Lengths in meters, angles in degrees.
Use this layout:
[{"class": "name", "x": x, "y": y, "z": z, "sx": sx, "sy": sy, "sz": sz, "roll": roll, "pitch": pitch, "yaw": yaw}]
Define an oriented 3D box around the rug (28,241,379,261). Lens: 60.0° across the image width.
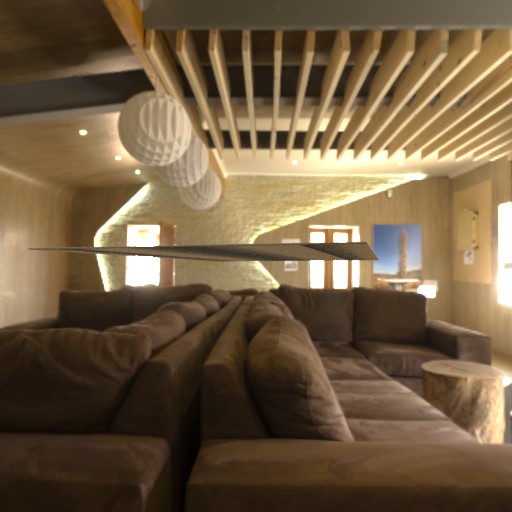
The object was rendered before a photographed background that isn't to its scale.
[{"class": "rug", "x": 0.000, "y": 0.000, "z": 2.361, "sx": 1.234, "sy": 0.006, "sz": 1.854, "roll": -1, "pitch": -2, "yaw": 17}]
